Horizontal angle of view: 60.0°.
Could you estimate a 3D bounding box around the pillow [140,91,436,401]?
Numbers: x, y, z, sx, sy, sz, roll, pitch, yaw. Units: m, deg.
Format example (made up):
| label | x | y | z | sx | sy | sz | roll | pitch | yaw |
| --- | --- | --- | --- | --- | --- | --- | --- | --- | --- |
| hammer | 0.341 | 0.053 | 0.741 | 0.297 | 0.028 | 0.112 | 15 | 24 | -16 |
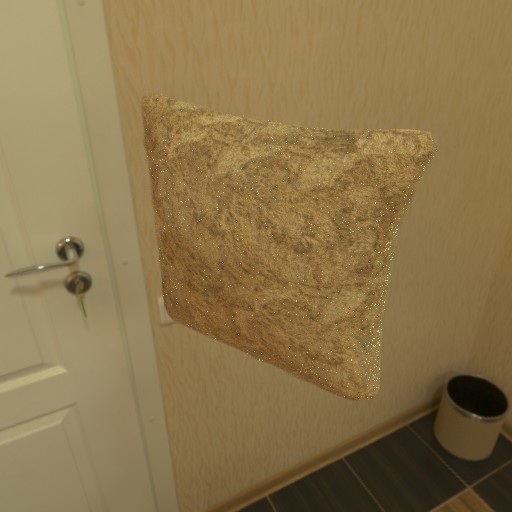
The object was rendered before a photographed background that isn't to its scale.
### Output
| label | x | y | z | sx | sy | sz | roll | pitch | yaw |
| --- | --- | --- | --- | --- | --- | --- | --- | --- | --- |
| pillow | 0.000 | 0.000 | 0.812 | 0.538 | 0.525 | 0.216 | 18 | 34 | 28 |
